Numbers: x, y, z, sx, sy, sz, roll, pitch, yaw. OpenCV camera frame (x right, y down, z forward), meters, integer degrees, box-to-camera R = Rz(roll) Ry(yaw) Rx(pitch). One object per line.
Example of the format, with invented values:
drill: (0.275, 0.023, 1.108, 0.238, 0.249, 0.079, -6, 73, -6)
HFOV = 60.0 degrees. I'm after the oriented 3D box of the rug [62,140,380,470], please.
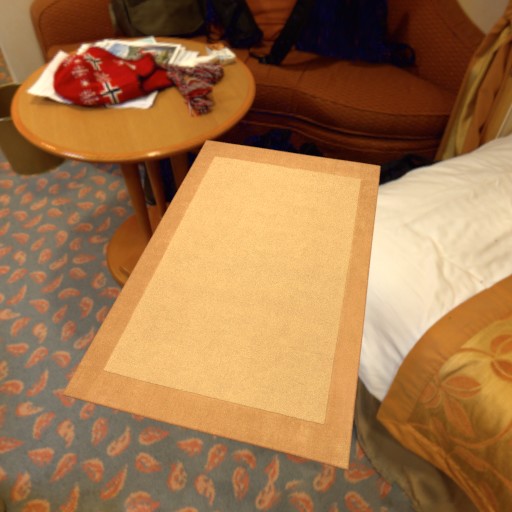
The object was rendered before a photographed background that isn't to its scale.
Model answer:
rug: (0.000, 0.000, 3.024, 1.524, 0.014, 2.438, 11, 49, 9)
